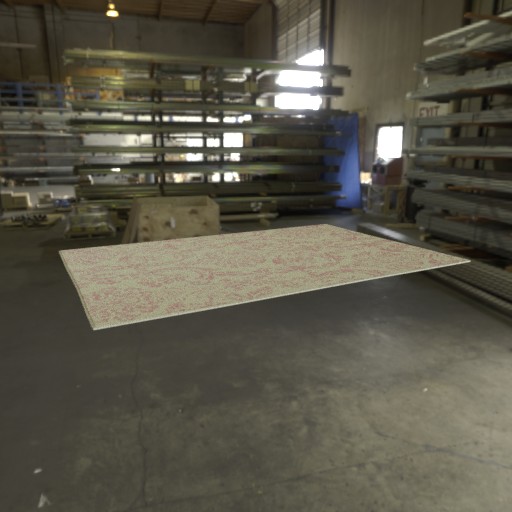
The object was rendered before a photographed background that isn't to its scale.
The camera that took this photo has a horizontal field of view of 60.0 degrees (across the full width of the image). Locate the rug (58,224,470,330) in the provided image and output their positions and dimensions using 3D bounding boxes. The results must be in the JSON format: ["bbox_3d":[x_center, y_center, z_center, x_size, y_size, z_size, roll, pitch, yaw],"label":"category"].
[{"bbox_3d":[0.000,0.000,2.362,1.839,0.012,1.219,-7,16,-27],"label":"rug"}]
